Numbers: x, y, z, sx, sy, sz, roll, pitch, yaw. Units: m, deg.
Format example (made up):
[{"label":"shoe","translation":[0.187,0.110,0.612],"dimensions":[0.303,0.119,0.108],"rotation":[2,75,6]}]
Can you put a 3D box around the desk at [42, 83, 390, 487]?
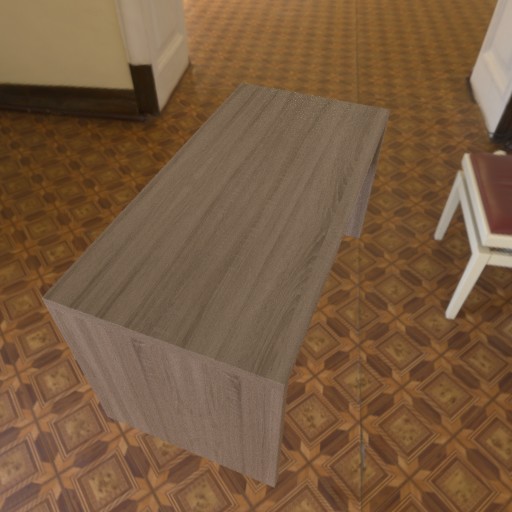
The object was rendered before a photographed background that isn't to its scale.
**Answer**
[{"label":"desk","translation":[0.000,0.000,1.813],"dimensions":[0.690,0.745,1.380],"rotation":[16,48,15]}]
